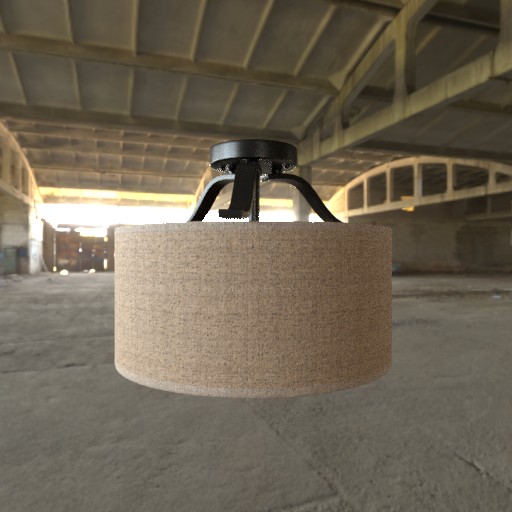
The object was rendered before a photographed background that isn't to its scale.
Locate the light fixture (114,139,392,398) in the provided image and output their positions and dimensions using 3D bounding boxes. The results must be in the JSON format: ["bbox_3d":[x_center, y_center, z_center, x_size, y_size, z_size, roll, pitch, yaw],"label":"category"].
[{"bbox_3d":[0.000,0.000,0.641,0.390,0.306,0.390,0,0,0],"label":"light fixture"}]
